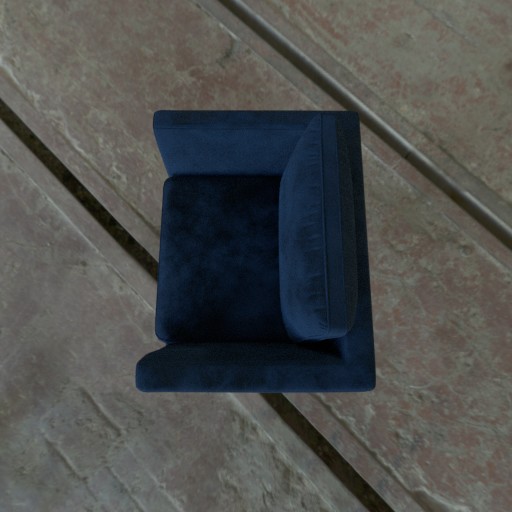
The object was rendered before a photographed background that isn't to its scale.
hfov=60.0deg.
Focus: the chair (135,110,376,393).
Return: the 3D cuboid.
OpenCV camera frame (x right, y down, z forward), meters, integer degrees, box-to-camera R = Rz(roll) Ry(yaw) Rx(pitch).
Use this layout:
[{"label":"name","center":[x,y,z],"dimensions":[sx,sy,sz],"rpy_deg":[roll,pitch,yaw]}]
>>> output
[{"label":"chair","center":[0.000,0.000,1.682],"dimensions":[0.746,0.893,0.977],"rpy_deg":[0,75,0]}]
